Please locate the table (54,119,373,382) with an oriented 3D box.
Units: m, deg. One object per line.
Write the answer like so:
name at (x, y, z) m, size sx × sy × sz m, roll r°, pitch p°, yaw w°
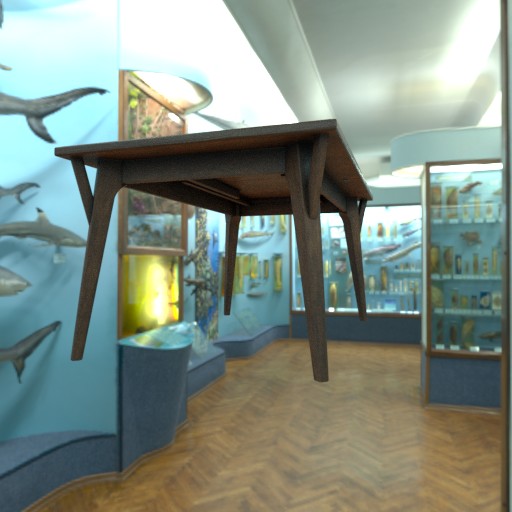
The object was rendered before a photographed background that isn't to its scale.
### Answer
table at (0.000, 0.000, 2.123) m, size 0.990 × 0.761 × 1.524 m, roll 0°, pitch -1°, yaw 19°
